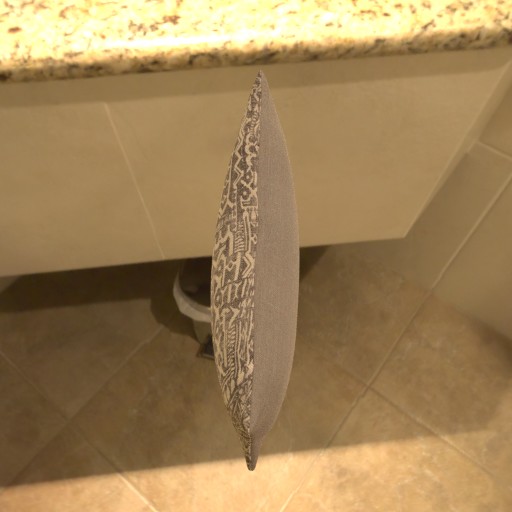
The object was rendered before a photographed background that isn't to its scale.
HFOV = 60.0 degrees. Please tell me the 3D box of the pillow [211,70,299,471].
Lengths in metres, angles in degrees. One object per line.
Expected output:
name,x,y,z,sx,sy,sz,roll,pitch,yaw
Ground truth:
pillow,0.000,0.000,0.751,0.148,0.290,0.631,1,58,1
